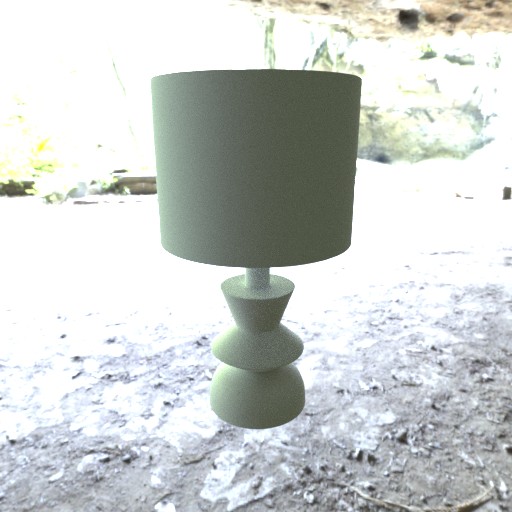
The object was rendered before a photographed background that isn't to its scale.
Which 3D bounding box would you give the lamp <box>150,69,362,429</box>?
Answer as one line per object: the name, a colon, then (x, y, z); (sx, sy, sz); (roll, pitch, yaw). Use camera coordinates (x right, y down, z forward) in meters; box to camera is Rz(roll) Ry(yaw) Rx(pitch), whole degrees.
lamp: (0.000, 0.000, 0.721); (0.301, 0.533, 0.301); (9, 19, 28)
